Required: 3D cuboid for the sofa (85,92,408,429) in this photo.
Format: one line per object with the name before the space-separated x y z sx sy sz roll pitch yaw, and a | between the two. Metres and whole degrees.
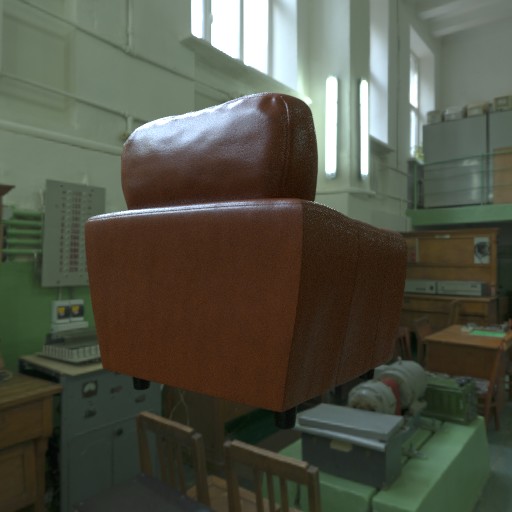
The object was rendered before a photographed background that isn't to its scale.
sofa | 0.000 0.000 1.515 0.836 0.876 0.789 0 0 36
